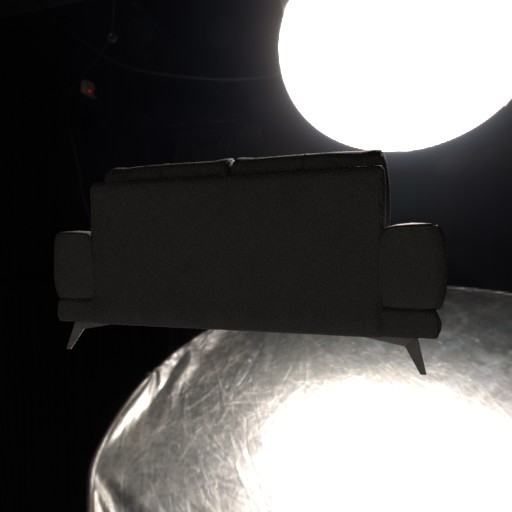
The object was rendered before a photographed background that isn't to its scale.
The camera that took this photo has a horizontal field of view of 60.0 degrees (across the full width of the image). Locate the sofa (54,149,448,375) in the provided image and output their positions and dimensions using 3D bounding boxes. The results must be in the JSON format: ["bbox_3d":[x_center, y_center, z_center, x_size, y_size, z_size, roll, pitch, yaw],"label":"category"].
[{"bbox_3d":[0.000,0.000,2.358,1.806,0.907,1.018,0,-1,17],"label":"sofa"}]
